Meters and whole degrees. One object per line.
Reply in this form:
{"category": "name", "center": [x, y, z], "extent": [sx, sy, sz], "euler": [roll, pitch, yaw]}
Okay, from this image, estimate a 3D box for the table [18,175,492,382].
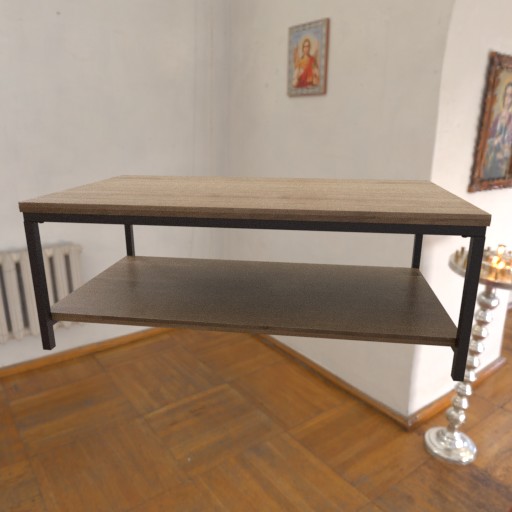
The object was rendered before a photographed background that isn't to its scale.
{"category": "table", "center": [0.000, 0.000, 1.311], "extent": [1.062, 0.393, 0.574], "euler": [2, 17, 8]}
